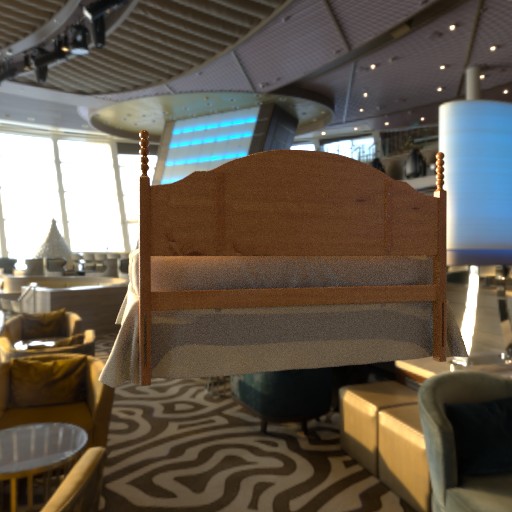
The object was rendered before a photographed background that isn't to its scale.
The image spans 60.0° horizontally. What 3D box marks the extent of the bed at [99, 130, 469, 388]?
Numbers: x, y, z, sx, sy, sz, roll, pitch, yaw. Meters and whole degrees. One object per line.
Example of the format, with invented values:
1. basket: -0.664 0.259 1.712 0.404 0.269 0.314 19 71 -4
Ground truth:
1. bed: 0.000 0.000 3.642 2.322 1.355 2.219 0 0 -16
